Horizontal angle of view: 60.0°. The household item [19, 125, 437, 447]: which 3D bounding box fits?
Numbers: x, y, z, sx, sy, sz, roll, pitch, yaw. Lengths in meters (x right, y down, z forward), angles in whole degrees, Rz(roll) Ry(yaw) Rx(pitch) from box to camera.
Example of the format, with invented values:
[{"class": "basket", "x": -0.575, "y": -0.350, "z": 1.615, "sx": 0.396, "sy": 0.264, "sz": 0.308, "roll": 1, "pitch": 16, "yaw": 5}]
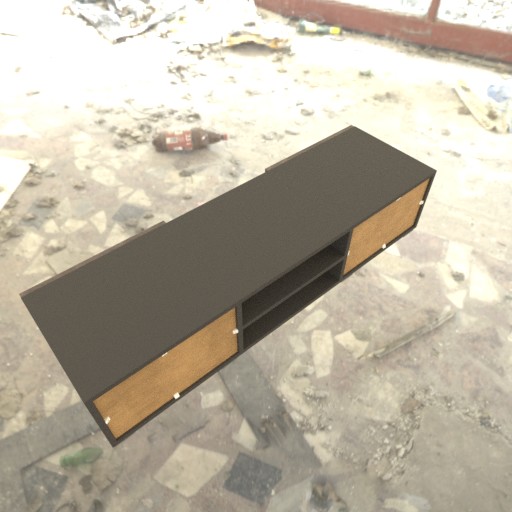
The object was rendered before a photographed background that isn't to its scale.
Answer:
[{"class": "household item", "x": 0.000, "y": 0.000, "z": 1.561, "sx": 1.400, "sy": 0.310, "sz": 0.420, "roll": -32, "pitch": 55, "yaw": -26}]
